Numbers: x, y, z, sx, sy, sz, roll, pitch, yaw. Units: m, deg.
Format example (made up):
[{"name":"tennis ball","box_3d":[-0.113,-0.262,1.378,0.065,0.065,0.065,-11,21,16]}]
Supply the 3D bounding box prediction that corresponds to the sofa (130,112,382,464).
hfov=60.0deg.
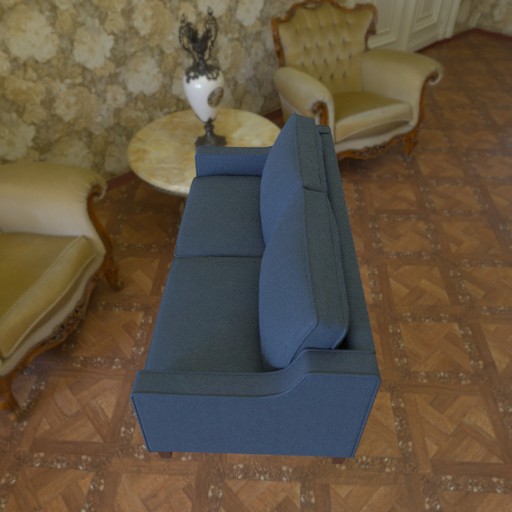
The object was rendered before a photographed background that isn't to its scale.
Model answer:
[{"name":"sofa","box_3d":[0.000,0.000,2.786,1.066,1.071,2.178,1,42,1]}]
